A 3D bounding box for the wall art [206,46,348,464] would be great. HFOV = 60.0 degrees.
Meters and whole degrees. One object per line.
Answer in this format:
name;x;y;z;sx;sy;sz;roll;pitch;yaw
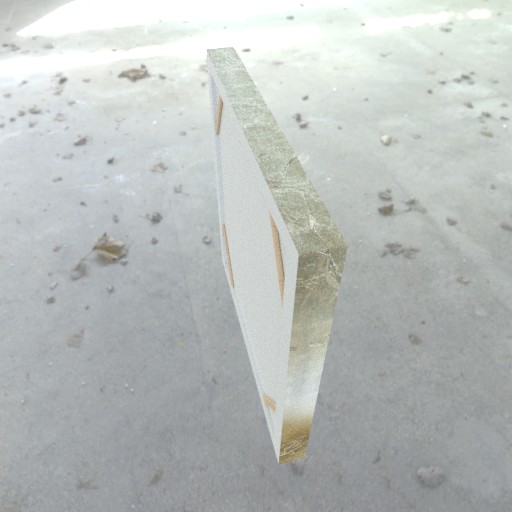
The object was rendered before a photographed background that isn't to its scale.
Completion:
wall art;0.000;0.000;0.606;0.038;0.407;0.405;-10;46;-10
